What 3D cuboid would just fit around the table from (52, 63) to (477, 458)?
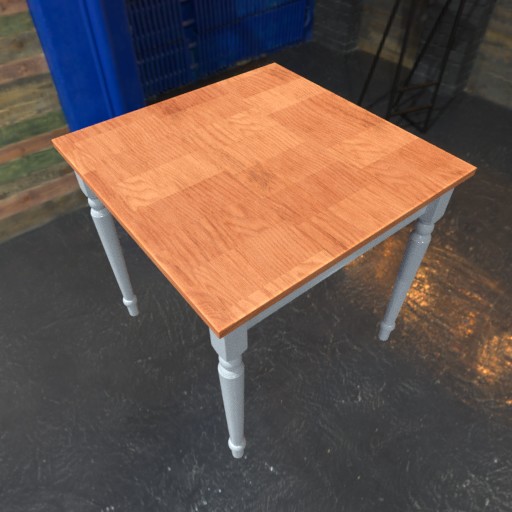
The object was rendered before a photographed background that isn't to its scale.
[{"bbox_3d":[0.000,0.000,1.360,0.747,0.738,0.747,-30,53,-25],"label":"table"}]
